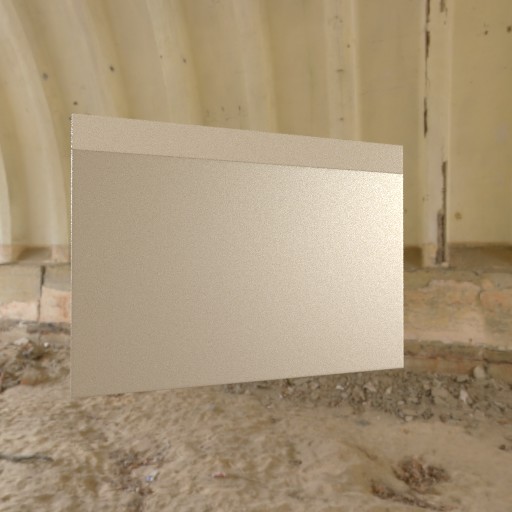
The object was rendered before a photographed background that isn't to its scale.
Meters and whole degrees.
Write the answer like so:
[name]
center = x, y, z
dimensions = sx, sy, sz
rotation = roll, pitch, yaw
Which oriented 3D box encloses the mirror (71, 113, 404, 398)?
[mirror]
center = 0.000, 0.000, 1.131
dimensions = 0.870, 0.630, 0.030
rotation = 0, -1, -19
